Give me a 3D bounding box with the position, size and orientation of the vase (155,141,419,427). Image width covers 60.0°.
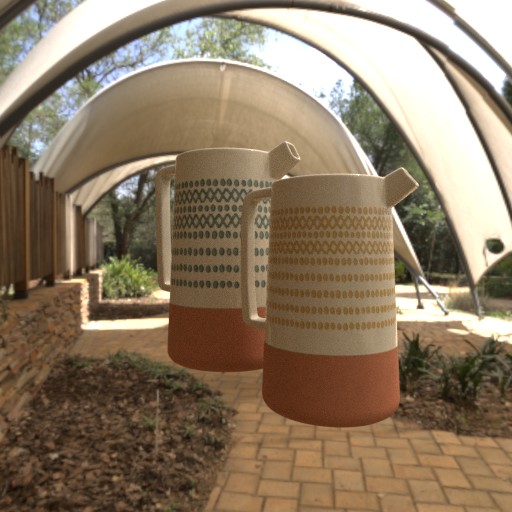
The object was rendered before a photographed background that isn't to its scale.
[{"bbox_3d":[0.000,0.000,0.460,0.168,0.247,0.326,0,1,-20],"label":"vase"}]
